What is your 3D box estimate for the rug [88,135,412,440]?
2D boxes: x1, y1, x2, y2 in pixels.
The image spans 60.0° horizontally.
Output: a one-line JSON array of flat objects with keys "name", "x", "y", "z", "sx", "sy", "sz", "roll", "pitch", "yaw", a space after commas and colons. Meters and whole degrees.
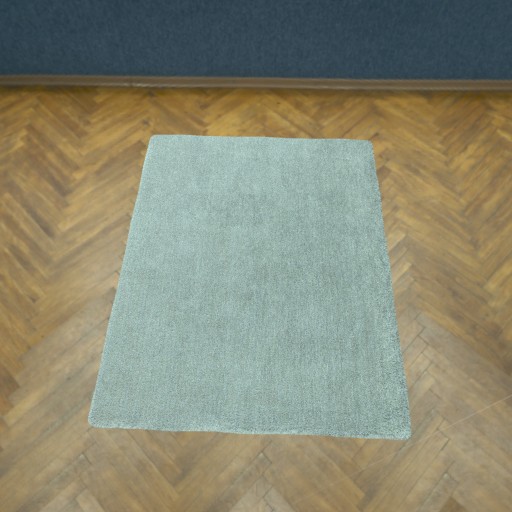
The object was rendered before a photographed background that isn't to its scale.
[{"name": "rug", "x": 0.000, "y": 0.000, "z": 3.882, "sx": 2.332, "sy": 0.027, "sz": 2.933, "roll": 2, "pitch": 59, "yaw": 1}]
